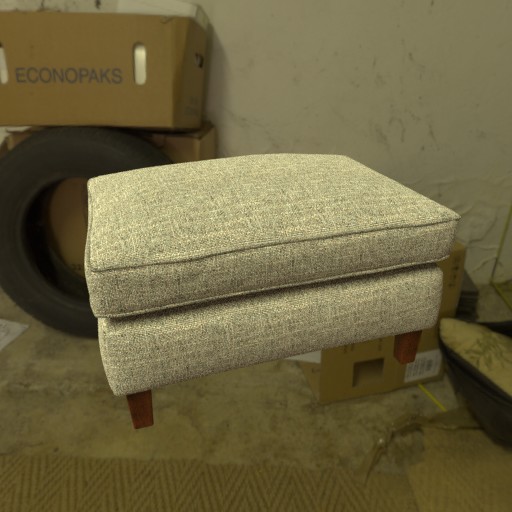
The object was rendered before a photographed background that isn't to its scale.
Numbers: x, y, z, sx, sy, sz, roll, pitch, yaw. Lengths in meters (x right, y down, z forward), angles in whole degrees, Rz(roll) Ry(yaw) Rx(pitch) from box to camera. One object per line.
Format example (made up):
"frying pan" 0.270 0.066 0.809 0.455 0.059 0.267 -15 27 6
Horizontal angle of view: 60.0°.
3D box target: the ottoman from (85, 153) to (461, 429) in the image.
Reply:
"ottoman" 0.000 0.000 0.993 0.686 0.406 0.508 -8 28 -16
